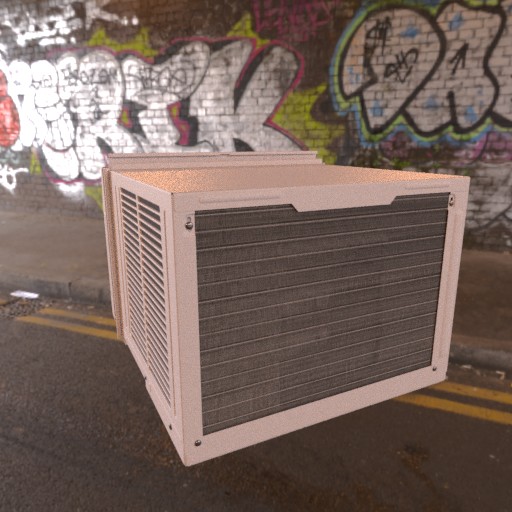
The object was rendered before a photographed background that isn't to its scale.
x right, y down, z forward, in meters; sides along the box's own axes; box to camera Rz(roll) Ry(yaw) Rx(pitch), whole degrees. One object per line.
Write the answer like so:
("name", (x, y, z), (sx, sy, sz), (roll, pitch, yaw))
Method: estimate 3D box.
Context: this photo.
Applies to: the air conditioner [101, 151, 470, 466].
("air conditioner", (0.000, 0.000, 0.866), (0.503, 0.388, 0.546), (-7, 16, -26))
